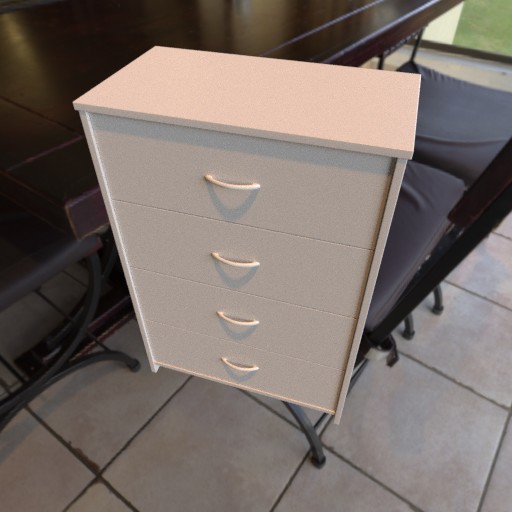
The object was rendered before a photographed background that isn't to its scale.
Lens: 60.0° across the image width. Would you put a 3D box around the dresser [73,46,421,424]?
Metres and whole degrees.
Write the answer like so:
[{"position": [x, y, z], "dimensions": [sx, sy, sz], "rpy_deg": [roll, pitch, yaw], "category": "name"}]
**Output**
[{"position": [0.000, 0.000, 1.342], "dimensions": [0.704, 1.021, 0.401], "rpy_deg": [12, 44, 13], "category": "dresser"}]
